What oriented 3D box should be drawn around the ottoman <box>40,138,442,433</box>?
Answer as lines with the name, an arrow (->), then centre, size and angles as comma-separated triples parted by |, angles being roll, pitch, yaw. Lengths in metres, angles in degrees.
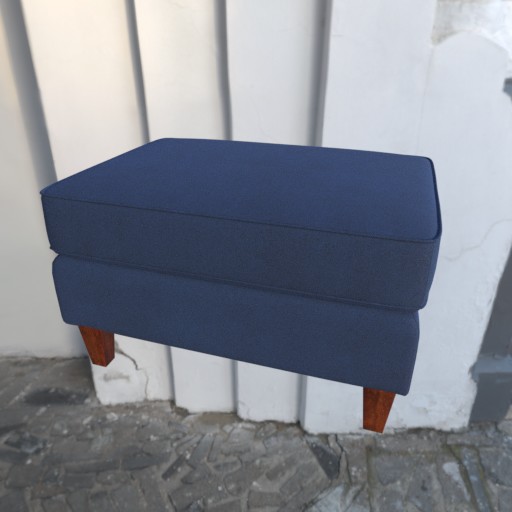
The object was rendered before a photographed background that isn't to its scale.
ottoman -> 0.000, 0.000, 1.355 | 0.965, 0.584, 0.686 | 8, 28, 16
